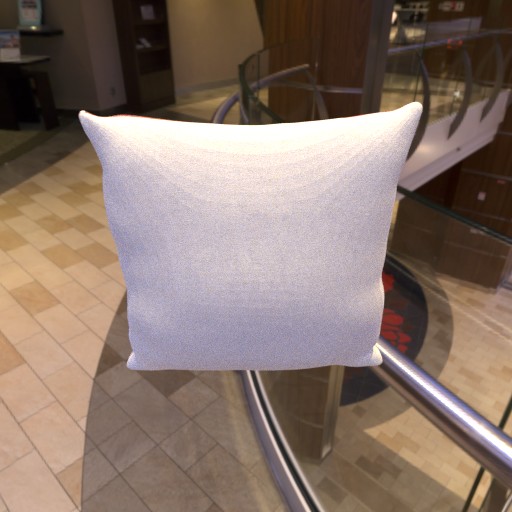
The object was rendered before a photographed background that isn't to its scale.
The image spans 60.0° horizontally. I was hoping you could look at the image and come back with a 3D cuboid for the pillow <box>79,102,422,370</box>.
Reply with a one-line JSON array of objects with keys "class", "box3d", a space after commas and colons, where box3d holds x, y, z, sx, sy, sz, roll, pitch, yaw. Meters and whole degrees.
[{"class": "pillow", "box3d": [0.000, 0.000, 0.662, 0.440, 0.441, 0.182, -1, 31, -2]}]
